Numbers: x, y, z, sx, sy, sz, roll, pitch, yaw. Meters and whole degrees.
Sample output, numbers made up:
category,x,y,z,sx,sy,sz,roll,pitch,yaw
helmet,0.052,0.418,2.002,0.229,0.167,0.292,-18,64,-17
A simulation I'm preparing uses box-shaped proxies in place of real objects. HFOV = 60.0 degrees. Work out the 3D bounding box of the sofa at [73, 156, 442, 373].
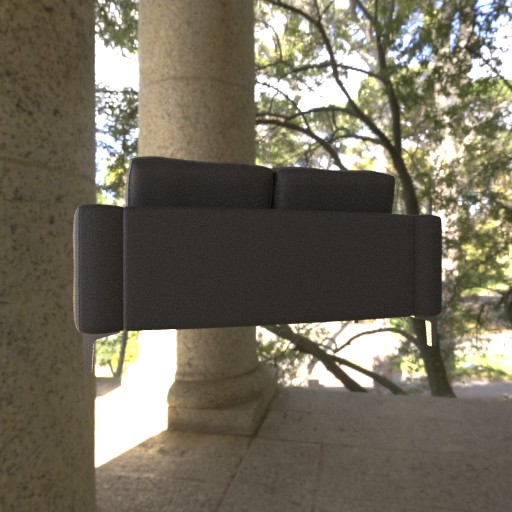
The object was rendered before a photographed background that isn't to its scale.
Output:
category,x,y,z,sx,sy,sz,roll,pitch,yaw
sofa,0.000,0.000,2.318,1.726,0.892,0.833,0,0,-18
